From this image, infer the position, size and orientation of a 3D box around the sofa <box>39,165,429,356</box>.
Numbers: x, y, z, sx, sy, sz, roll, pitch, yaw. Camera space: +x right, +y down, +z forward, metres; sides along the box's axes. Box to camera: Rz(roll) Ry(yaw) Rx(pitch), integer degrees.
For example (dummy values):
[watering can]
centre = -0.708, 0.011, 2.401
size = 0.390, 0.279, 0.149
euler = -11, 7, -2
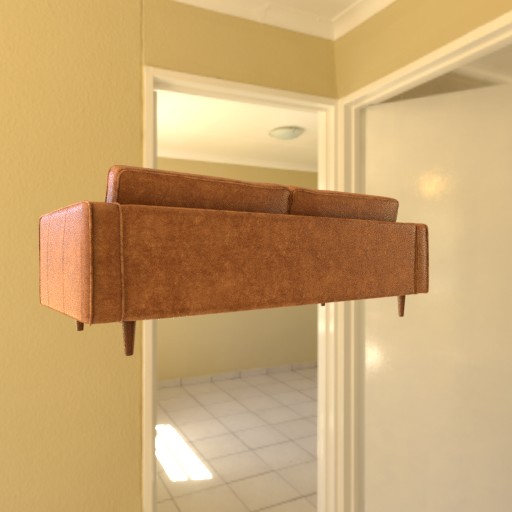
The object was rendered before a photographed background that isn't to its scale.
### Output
[sofa]
centre = 0.000, 0.000, 2.584
size = 2.199, 0.779, 0.886
euler = 0, 1, -37
